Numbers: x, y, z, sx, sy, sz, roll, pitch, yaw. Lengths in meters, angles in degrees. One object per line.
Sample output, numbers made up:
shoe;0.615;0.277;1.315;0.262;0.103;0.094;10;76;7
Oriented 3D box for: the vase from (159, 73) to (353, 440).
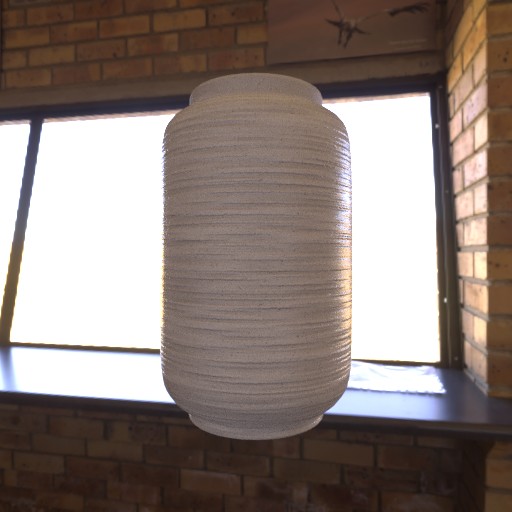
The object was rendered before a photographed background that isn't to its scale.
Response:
vase;0.000;0.000;0.472;0.202;0.335;0.202;0;1;0
